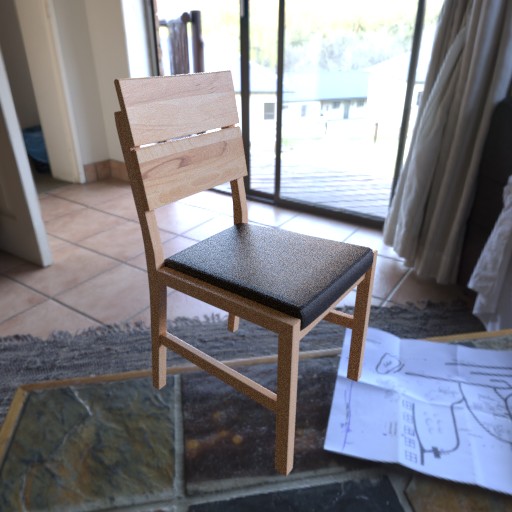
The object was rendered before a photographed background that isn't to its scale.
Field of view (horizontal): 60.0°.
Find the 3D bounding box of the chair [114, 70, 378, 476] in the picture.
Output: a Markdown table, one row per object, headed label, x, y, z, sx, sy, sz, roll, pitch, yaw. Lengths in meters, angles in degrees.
| label | x | y | z | sx | sy | sz | roll | pitch | yaw |
| --- | --- | --- | --- | --- | --- | --- | --- | --- | --- |
| chair | 0.000 | 0.000 | 1.273 | 0.560 | 0.950 | 0.475 | 18 | 31 | 32 |
